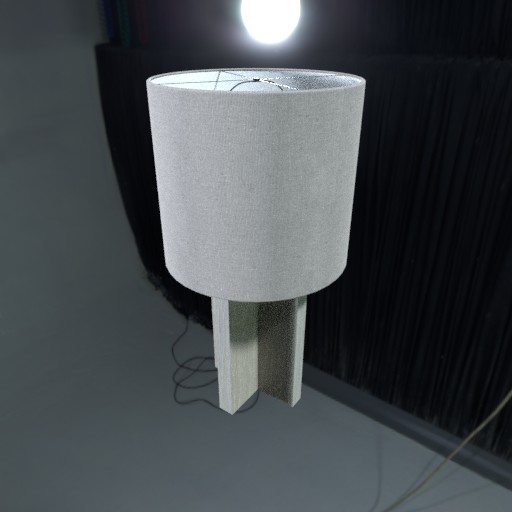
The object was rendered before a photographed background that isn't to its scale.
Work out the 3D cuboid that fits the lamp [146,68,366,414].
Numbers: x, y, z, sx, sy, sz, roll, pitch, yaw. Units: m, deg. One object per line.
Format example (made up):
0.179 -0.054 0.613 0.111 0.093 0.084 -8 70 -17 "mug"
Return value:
0.000 0.000 0.570 0.229 0.428 0.229 18 33 31 "lamp"
